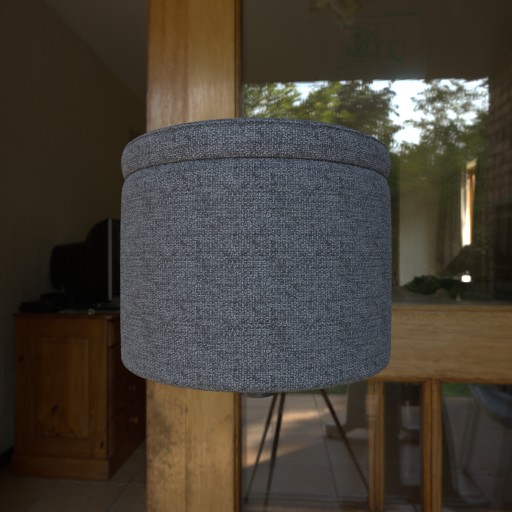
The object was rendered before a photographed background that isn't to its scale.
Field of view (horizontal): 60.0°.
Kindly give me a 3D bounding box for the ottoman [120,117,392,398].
[{"bbox_3d":[0.000,0.000,0.889,0.520,0.430,0.520,0,0,0],"label":"ottoman"}]
